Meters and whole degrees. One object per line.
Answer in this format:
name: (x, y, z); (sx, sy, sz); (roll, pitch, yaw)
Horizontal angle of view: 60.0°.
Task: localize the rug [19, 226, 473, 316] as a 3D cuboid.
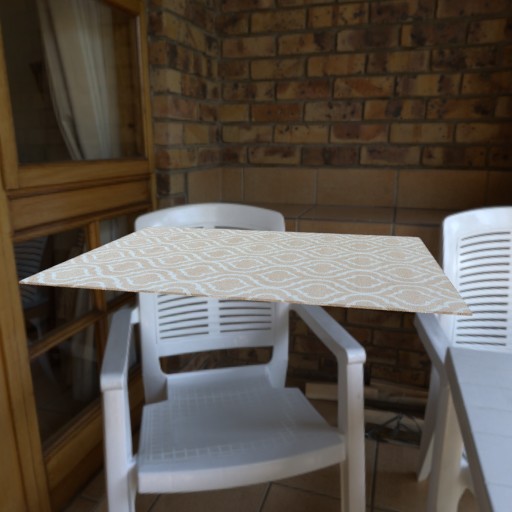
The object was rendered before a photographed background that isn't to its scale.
rug: (0.000, 0.000, 2.742); (2.134, 0.010, 1.524); (3, 15, 11)
